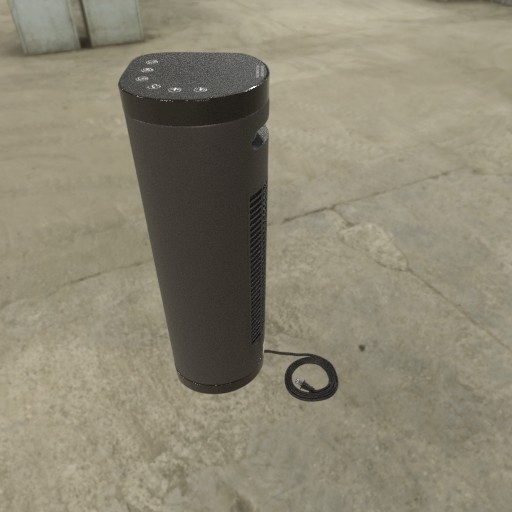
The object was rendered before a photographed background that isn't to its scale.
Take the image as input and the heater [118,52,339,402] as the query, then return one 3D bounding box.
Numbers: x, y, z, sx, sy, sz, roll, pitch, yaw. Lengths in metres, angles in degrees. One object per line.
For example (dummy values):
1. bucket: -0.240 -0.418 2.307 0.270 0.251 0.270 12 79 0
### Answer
1. heater: 0.000 0.000 0.690 0.312 0.552 0.174 1 41 1
